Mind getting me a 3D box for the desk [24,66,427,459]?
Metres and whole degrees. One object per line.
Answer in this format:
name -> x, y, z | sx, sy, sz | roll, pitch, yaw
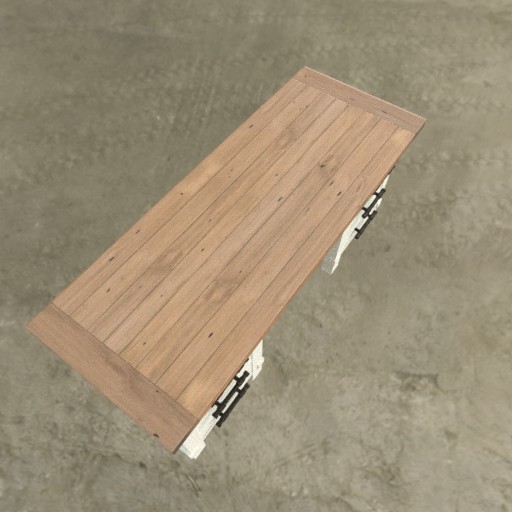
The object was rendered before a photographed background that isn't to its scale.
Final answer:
desk -> 0.000, 0.000, 2.147 | 0.688, 0.760, 1.803 | 32, 63, 18
